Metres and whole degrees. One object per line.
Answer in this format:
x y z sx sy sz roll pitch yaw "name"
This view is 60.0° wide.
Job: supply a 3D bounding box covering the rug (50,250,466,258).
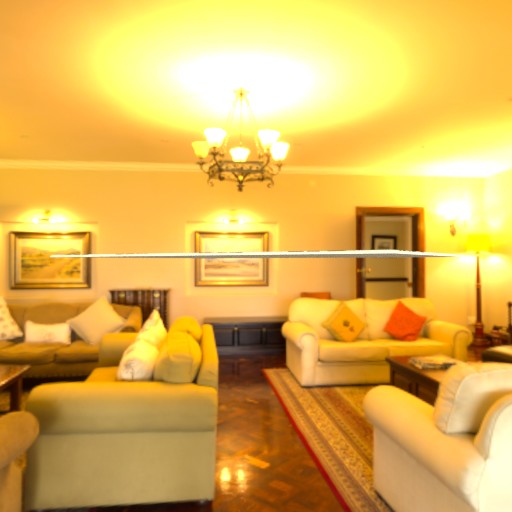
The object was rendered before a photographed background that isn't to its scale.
0.000 0.000 2.906 2.275 0.014 1.514 -1 -1 34 "rug"
